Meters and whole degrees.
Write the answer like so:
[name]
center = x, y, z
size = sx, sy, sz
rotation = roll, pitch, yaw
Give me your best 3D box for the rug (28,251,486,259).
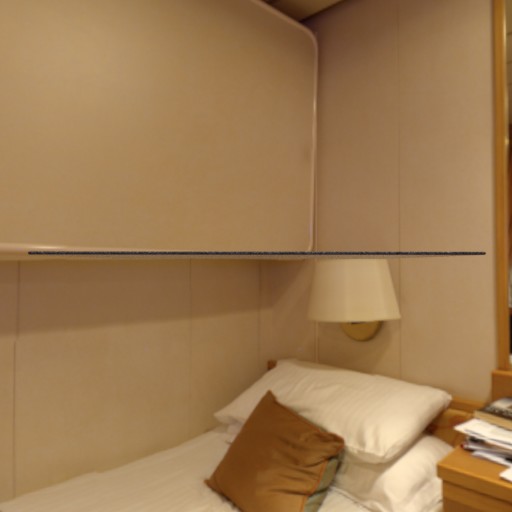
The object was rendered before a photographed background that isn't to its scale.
[rug]
center = 0.000, 0.000, 2.986
size = 2.330, 0.017, 1.478
rotation = 0, -1, -2
